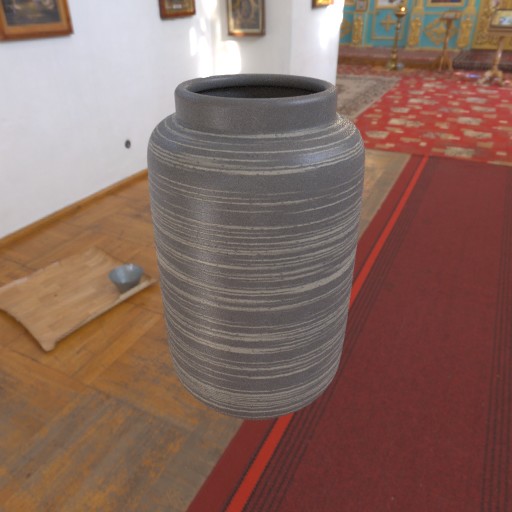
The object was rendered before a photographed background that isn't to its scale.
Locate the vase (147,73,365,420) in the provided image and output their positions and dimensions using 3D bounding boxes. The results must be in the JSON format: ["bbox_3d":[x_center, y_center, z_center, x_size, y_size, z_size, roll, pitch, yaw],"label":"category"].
[{"bbox_3d":[0.000,0.000,0.682,0.297,0.499,0.297,0,30,0],"label":"vase"}]
